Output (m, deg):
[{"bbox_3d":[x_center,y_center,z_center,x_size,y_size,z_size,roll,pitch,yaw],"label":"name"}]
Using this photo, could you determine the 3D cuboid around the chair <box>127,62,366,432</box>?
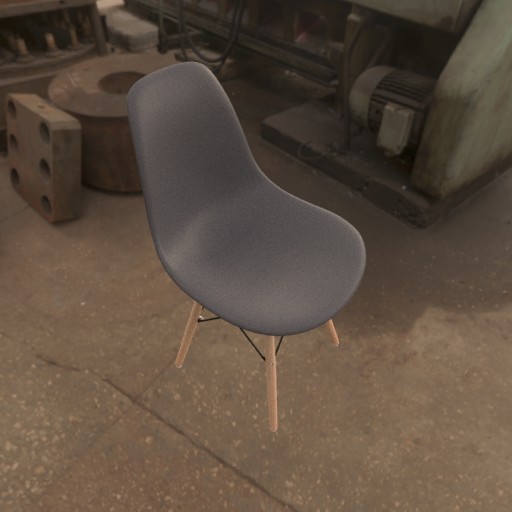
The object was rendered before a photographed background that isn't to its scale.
[{"bbox_3d":[0.000,0.000,1.140,0.533,0.826,0.470,26,48,26],"label":"chair"}]
